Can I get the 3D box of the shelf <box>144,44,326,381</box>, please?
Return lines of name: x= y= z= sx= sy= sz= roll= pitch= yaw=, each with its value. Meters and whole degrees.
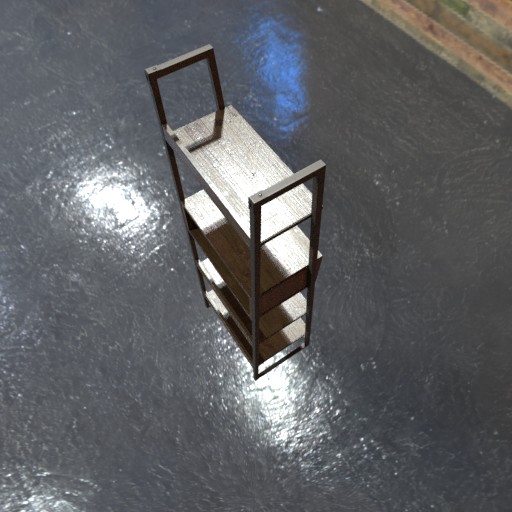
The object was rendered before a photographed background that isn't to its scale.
shelf: x=0.000 y=0.000 z=2.262 sx=0.454 sy=2.005 sz=0.652 roll=-30 pitch=65 yaw=-16
